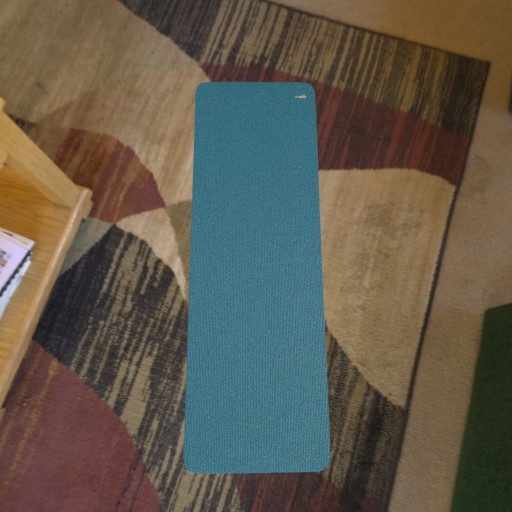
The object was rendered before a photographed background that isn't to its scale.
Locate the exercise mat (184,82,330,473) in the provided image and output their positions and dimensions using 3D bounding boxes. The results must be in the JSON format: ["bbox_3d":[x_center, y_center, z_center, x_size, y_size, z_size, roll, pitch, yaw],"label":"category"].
[{"bbox_3d":[0.000,0.000,2.078,0.616,0.021,1.869,0,76,0],"label":"exercise mat"}]
